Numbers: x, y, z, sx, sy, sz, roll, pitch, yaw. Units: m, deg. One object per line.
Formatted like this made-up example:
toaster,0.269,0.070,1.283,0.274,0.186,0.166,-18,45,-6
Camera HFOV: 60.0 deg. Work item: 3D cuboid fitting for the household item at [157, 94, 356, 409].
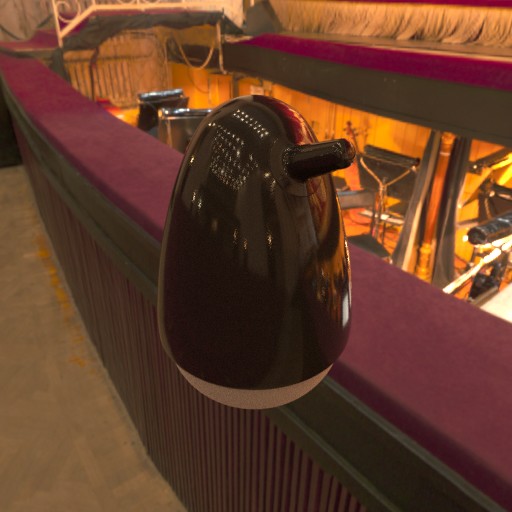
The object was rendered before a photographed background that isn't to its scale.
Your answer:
household item,0.000,0.000,0.220,0.102,0.152,0.104,-22,37,-33
